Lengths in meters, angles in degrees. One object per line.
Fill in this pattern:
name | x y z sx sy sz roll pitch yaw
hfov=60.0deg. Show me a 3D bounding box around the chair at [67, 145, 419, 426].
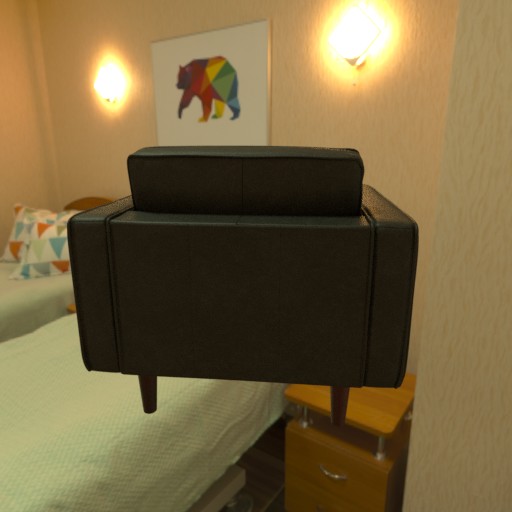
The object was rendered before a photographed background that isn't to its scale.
chair | 0.000 0.000 1.550 0.889 0.763 0.914 2 16 6
